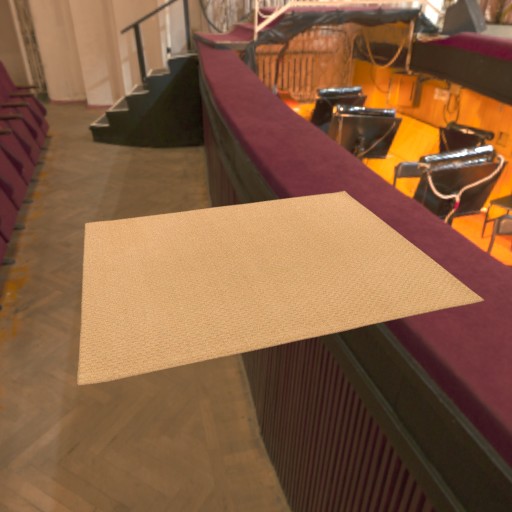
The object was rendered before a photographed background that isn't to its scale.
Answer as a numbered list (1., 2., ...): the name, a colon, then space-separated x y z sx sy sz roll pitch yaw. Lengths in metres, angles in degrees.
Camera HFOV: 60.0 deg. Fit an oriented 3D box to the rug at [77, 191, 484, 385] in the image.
1. rug: 0.000 0.000 3.892 2.897 0.035 2.277 -9 31 -15
